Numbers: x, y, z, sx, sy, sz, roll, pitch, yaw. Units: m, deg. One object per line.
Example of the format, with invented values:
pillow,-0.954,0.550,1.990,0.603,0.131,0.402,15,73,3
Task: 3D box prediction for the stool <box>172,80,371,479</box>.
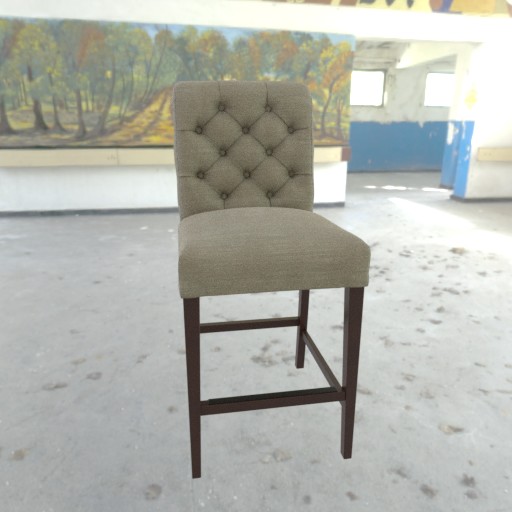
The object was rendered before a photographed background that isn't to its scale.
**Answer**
stool,0.000,0.000,1.406,0.486,1.084,0.660,-3,17,-9
